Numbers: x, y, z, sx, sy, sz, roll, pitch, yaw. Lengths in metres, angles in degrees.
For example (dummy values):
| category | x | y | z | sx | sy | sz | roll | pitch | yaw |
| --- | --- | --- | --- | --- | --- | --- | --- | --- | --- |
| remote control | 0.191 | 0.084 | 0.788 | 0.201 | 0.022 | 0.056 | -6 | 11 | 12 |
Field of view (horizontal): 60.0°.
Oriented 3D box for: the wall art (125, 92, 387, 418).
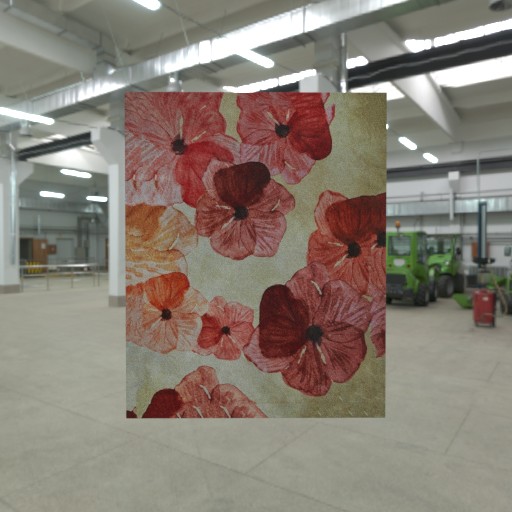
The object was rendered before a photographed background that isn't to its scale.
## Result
| category | x | y | z | sx | sy | sz | roll | pitch | yaw |
| --- | --- | --- | --- | --- | --- | --- | --- | --- | --- |
| wall art | 0.000 | 0.000 | 0.704 | 0.406 | 0.508 | 0.028 | 0 | 1 | 0 |
